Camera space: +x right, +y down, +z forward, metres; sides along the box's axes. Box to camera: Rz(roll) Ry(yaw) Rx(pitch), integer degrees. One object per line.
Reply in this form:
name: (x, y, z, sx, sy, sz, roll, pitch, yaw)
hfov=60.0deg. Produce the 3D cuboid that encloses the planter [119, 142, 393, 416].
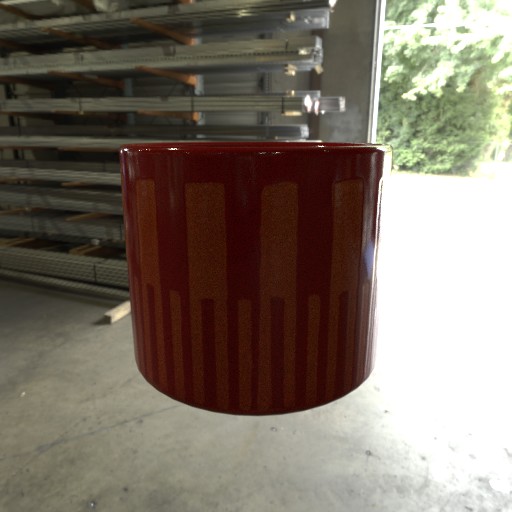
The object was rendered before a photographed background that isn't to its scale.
planter: (0.000, 0.000, 0.411, 0.230, 0.202, 0.230, 0, 15, 0)
